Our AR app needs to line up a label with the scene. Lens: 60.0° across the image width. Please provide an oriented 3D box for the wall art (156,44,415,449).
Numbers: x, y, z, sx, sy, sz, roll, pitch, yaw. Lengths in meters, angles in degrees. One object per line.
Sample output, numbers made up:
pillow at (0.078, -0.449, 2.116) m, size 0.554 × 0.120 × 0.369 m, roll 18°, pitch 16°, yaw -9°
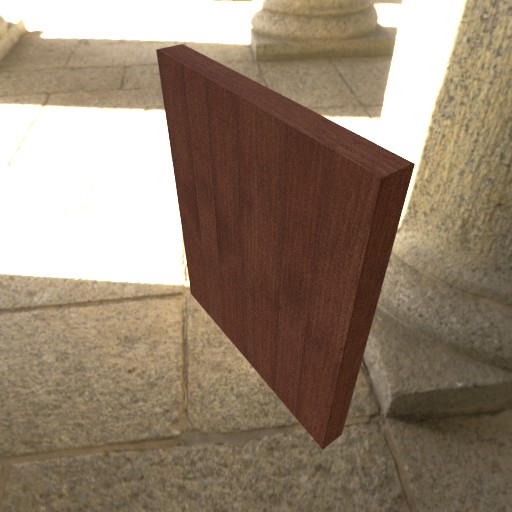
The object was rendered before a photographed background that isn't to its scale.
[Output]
wall art at (0.000, 0.000, 0.606) m, size 0.039 × 0.449 × 0.377 m, roll -26°, pitch 48°, yaw -26°
